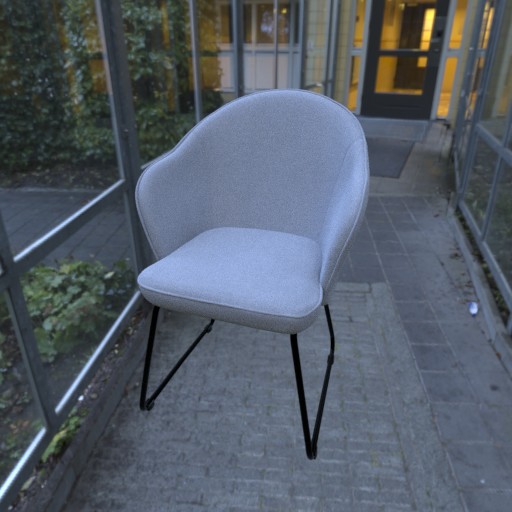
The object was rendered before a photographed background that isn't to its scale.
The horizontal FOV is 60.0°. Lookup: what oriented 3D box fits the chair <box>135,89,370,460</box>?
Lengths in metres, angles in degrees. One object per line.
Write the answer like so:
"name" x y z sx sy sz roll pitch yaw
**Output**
"chair" 0.000 0.000 1.227 0.570 0.817 0.592 9 28 17
